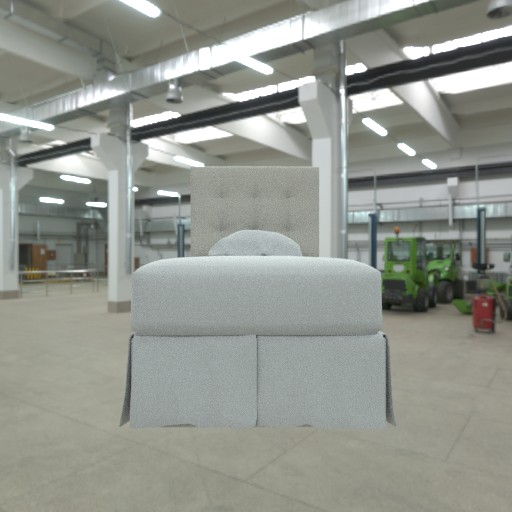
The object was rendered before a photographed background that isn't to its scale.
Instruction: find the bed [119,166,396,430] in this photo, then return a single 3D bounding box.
[{"bbox_3d":[0.000,0.000,2.969,1.261,1.571,1.997,0,0,-1],"label":"bed"}]
